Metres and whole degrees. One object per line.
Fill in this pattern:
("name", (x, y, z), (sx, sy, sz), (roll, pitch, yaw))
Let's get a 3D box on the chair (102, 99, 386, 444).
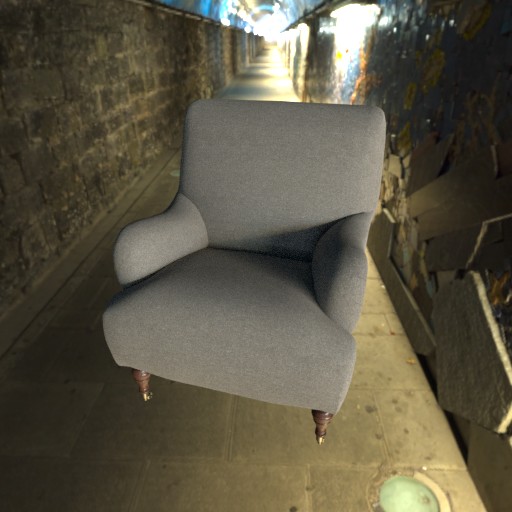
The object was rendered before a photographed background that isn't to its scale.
("chair", (0.000, 0.000, 1.528), (0.766, 0.942, 0.843), (8, 28, 16))
